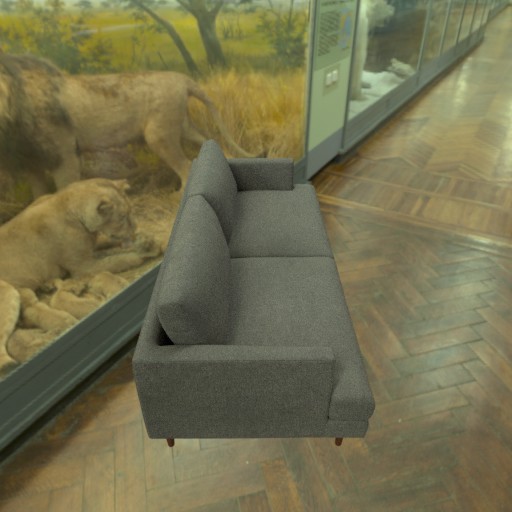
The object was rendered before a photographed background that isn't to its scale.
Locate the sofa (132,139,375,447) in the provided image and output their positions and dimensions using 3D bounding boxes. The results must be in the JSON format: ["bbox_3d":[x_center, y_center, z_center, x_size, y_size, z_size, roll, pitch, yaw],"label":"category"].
[{"bbox_3d":[0.000,0.000,2.815,1.020,0.868,2.250,0,33,0],"label":"sofa"}]
